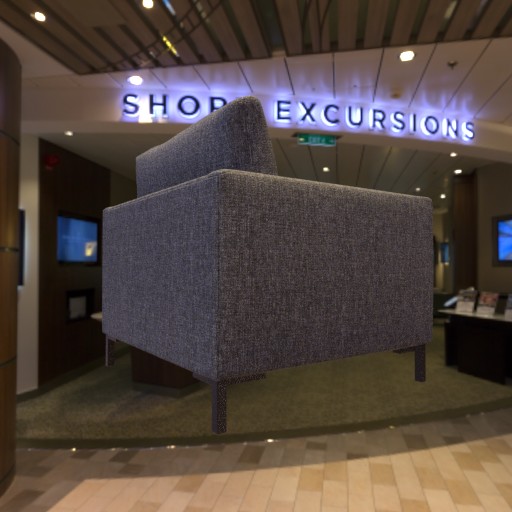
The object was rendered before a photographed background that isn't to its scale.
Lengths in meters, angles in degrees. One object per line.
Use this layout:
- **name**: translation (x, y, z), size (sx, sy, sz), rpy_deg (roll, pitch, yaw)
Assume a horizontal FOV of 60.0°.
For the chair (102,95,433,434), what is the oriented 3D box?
- **chair**: translation (0.000, 0.000, 1.647), size (0.866, 0.861, 0.963), rpy_deg (1, -1, -35)
